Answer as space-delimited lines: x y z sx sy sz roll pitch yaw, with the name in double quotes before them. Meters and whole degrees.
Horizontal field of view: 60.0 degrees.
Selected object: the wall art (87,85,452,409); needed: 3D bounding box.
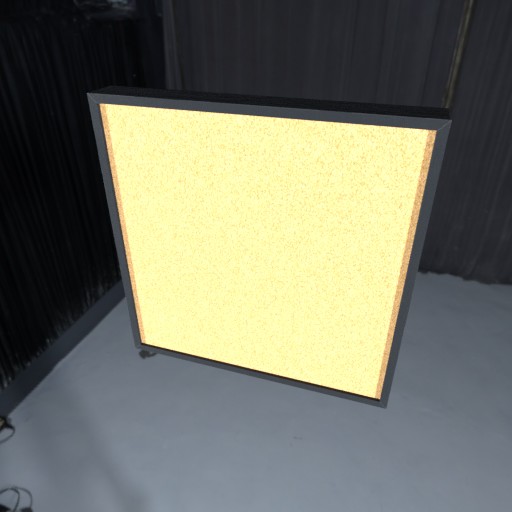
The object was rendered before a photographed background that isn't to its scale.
"wall art" 0.000 0.000 0.450 0.305 0.305 0.037 9 33 15
